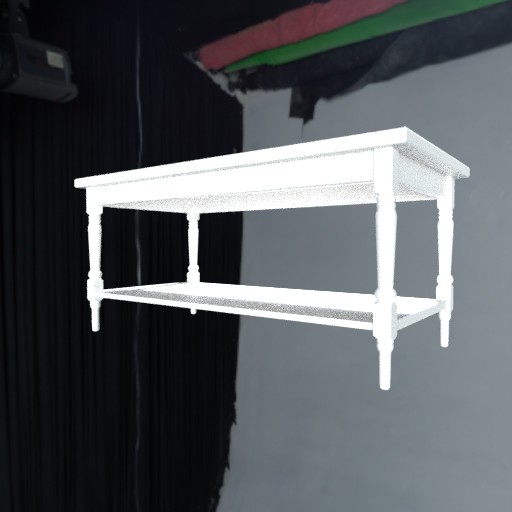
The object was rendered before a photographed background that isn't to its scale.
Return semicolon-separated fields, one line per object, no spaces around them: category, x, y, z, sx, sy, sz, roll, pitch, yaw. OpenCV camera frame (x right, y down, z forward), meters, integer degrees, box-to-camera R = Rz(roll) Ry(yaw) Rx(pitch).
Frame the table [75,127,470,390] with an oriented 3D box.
table;0.000;0.000;1.378;1.107;0.510;0.550;1;2;37
